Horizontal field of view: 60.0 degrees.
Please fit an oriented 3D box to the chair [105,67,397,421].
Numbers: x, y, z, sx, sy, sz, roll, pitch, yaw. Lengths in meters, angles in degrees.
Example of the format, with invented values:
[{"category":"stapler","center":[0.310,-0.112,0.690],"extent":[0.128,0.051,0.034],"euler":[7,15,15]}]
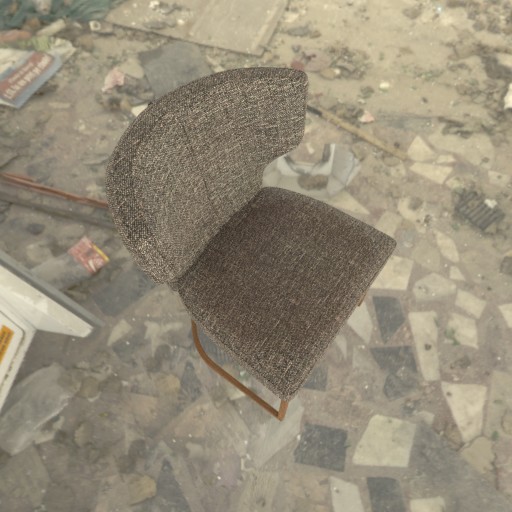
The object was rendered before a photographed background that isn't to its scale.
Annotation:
[{"category":"chair","center":[0.000,0.000,1.266],"extent":[0.617,0.824,0.611],"euler":[33,65,17]}]
